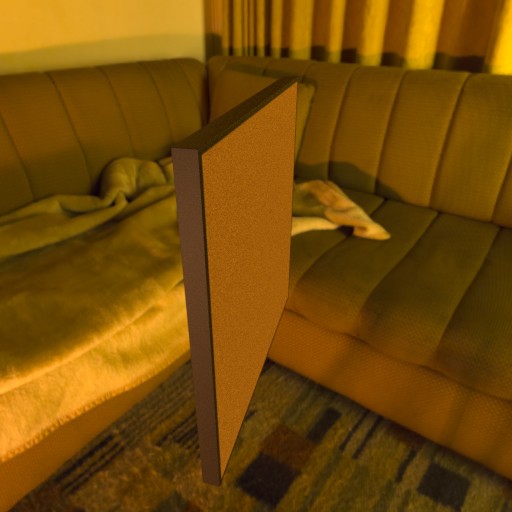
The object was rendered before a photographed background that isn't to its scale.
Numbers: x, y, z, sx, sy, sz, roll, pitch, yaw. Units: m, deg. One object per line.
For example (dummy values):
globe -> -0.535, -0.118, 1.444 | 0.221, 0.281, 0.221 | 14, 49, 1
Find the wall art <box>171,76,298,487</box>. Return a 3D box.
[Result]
wall art -> 0.000, 0.000, 0.757 | 0.028, 0.511, 0.513 | 8, 30, 13
